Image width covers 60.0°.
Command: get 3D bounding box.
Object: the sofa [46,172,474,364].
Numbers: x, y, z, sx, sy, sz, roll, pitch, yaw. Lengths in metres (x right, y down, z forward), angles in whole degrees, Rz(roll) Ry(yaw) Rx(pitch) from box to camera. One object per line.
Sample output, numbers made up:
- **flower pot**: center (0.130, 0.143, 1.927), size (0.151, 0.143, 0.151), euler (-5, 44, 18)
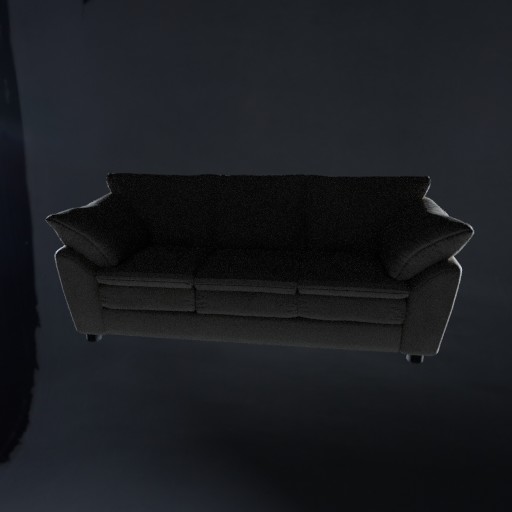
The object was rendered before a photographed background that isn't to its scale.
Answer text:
- **sofa**: center (0.000, 0.000, 2.819), size (2.334, 0.996, 0.878), euler (2, 15, 8)
